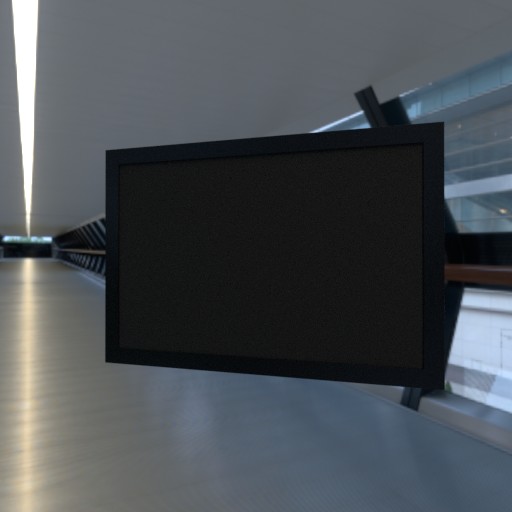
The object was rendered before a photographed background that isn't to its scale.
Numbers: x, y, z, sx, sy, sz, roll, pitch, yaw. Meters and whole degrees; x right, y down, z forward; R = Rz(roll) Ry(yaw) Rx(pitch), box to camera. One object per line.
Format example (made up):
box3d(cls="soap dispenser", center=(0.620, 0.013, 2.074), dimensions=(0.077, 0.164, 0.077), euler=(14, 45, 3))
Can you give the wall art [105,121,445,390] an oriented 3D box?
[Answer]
box3d(cls="wall art", center=(0.000, 0.000, 0.841), dimensions=(0.660, 0.447, 0.013), euler=(0, 0, 17))
